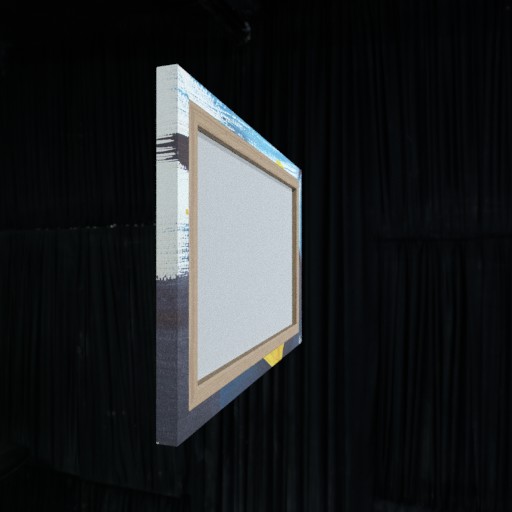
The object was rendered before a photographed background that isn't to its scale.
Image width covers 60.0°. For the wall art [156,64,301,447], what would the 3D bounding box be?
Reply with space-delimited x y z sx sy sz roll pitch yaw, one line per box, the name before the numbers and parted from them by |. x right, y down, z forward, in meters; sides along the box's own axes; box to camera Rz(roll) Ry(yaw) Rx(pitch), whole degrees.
wall art | 0.000 0.000 1.145 0.039 0.610 0.914 0 0 18
